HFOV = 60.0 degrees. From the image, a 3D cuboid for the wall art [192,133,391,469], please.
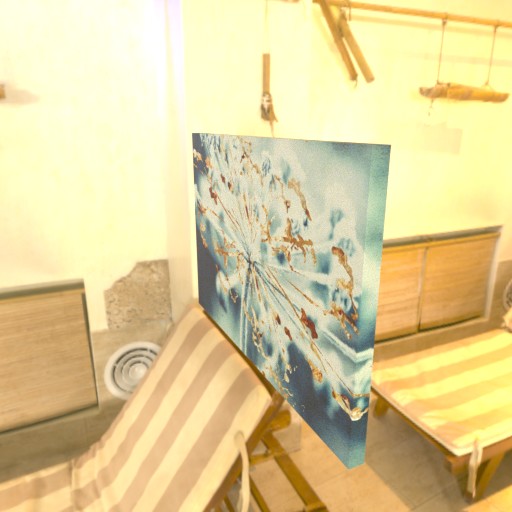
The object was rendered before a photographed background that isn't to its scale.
[{"bbox_3d":[0.000,0.000,1.170,0.038,0.608,0.912,-8,18,-24],"label":"wall art"}]
